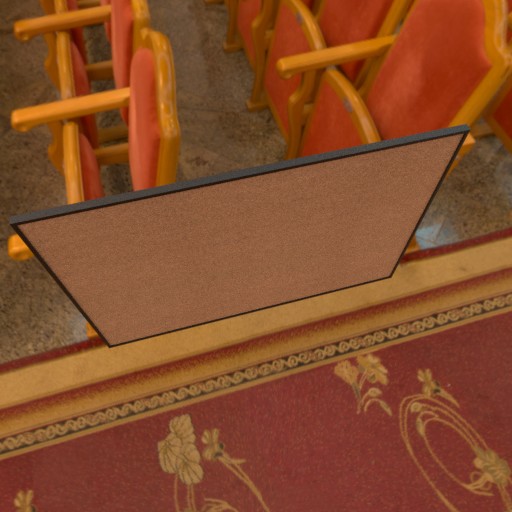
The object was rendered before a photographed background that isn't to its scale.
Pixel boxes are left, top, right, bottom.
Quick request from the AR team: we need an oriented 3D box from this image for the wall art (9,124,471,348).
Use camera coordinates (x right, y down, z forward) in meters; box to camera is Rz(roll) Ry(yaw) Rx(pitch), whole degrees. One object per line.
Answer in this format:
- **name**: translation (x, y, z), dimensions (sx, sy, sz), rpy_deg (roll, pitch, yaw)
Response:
- **wall art**: translation (0.000, 0.000, 1.177), dimensions (0.957, 0.660, 0.019), rpy_deg (-13, 59, -8)
